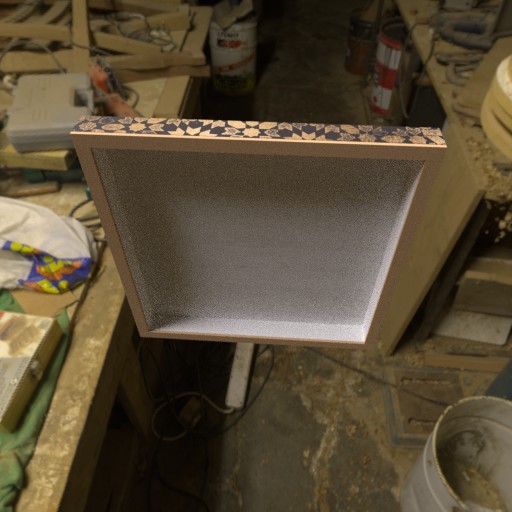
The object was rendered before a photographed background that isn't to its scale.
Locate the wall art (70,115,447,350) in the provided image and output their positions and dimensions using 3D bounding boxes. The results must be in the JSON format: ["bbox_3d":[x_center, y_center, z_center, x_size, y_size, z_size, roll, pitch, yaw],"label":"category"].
[{"bbox_3d":[0.000,0.000,0.635,0.405,0.405,0.038,3,47,3],"label":"wall art"}]
